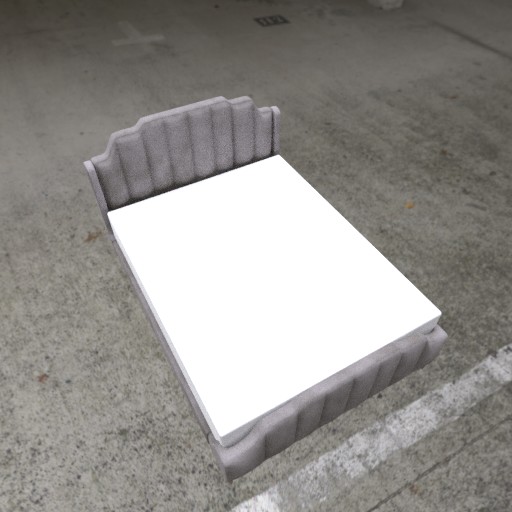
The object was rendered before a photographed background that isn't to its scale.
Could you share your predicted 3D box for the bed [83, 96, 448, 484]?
[{"bbox_3d":[0.000,0.000,3.212,1.676,1.245,2.340,-23,52,-19],"label":"bed"}]
